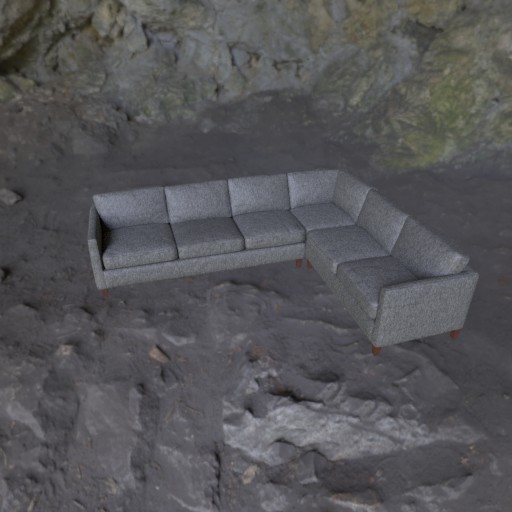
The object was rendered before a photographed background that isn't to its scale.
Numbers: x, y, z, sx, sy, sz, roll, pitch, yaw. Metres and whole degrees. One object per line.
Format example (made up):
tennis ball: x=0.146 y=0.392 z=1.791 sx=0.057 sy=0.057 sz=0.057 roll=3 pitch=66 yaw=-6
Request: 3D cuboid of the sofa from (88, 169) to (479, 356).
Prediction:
sofa: x=0.000 y=0.000 z=4.579 sx=3.302 sy=0.947 sz=2.593 roll=-8 pitch=31 yaw=-14
